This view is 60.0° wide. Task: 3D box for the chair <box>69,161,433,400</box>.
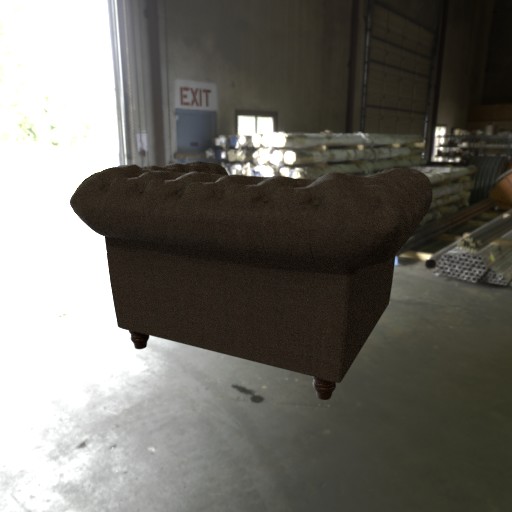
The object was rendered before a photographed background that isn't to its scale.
[{"bbox_3d":[0.000,0.000,1.905,1.298,0.780,0.945,8,17,26],"label":"chair"}]
